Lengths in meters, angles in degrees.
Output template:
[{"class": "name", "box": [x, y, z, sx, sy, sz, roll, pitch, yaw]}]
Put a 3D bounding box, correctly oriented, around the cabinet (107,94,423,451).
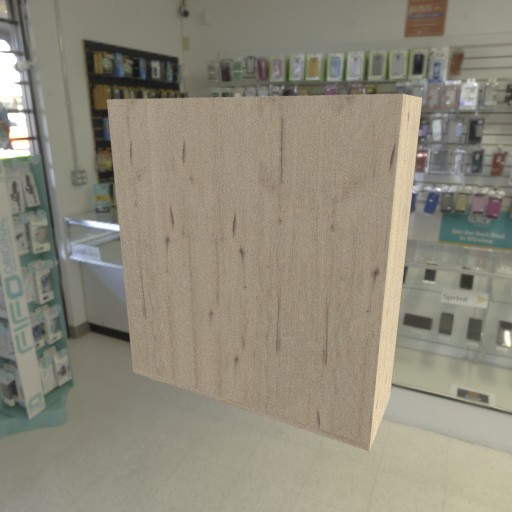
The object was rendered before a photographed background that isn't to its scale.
[{"class": "cabinet", "box": [0.000, 0.000, 3.259, 2.000, 2.180, 0.660, 9, 20, 26]}]
